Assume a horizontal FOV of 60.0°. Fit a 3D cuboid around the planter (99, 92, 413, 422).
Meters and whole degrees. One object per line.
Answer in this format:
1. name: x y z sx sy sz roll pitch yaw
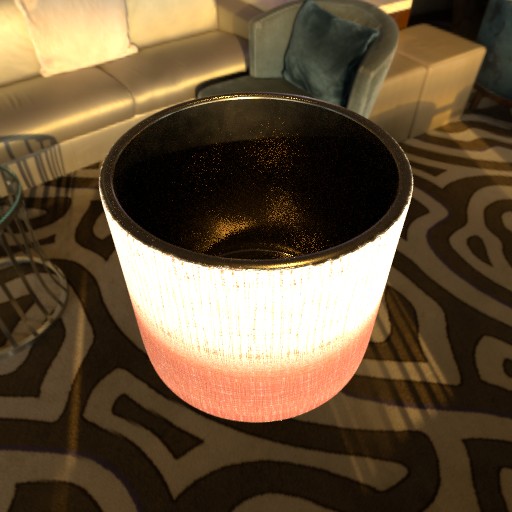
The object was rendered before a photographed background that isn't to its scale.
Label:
1. planter: 0.000 0.000 0.308 0.178 0.157 0.178 0 45 0
